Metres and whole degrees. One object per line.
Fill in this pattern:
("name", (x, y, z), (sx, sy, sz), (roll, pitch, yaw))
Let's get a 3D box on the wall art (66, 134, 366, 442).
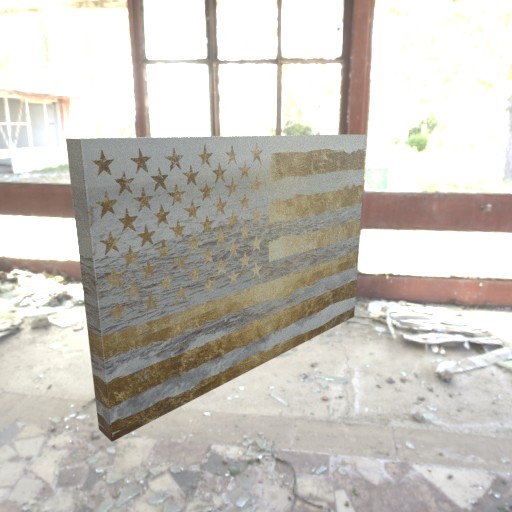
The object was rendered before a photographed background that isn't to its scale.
("wall art", (0.000, 0.000, 0.778), (0.041, 0.407, 0.606), (15, 22, 43))
